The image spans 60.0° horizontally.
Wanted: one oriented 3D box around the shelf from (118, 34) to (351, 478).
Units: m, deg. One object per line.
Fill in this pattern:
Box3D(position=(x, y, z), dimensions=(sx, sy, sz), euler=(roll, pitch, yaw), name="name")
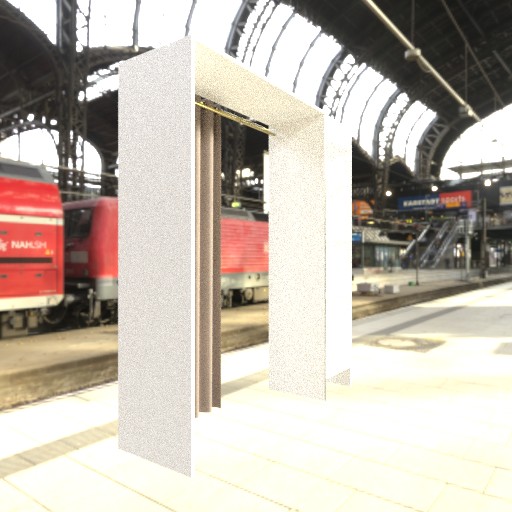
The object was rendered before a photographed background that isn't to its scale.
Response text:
Box3D(position=(0.000, 0.000, 2.608), dimensions=(0.500, 1.820, 1.600), euler=(0, 0, 36), name="shelf")
